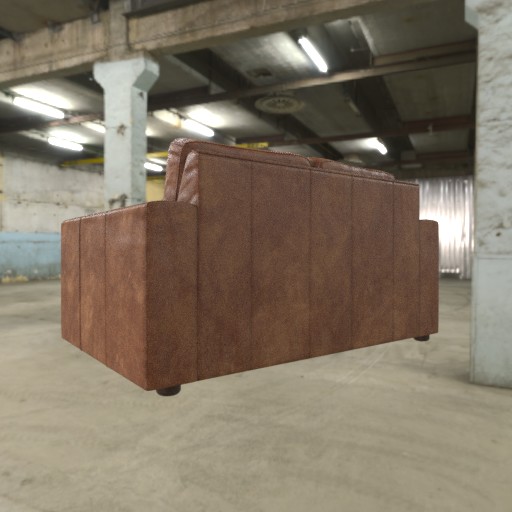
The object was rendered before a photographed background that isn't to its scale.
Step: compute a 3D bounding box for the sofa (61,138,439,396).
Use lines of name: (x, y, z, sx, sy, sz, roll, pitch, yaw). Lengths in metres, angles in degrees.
sofa: (0.000, 0.000, 2.232, 1.626, 0.889, 1.041, -1, 1, -37)
